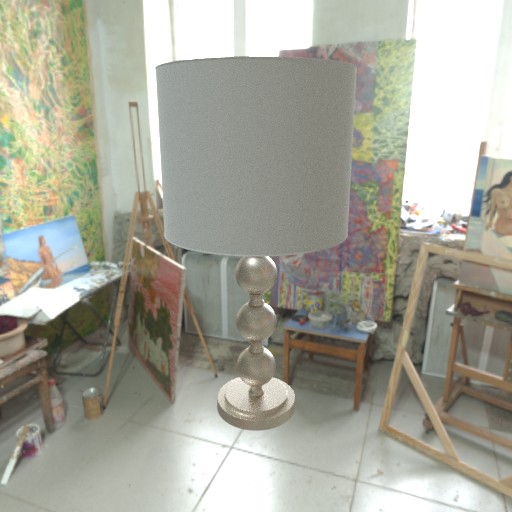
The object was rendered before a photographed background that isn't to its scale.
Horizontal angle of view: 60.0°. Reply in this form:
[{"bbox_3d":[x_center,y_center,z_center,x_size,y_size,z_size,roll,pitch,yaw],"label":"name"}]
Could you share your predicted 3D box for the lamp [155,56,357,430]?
[{"bbox_3d":[0.000,0.000,0.692,0.277,0.538,0.277,-3,17,-9],"label":"lamp"}]
